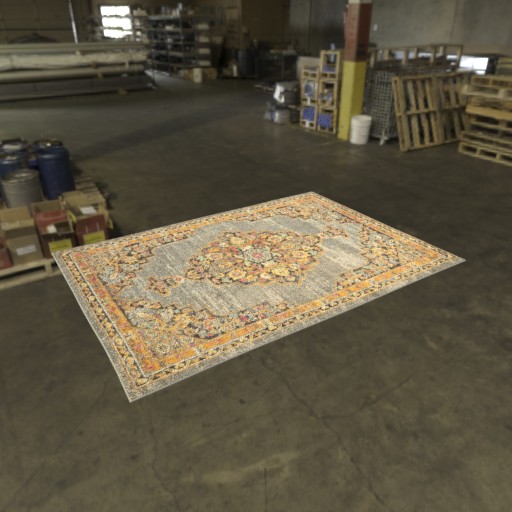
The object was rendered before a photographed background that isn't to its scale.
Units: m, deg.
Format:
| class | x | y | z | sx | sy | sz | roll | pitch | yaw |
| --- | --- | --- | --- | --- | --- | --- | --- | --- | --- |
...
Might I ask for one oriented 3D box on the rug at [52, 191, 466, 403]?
| class | x | y | z | sx | sy | sz | roll | pitch | yaw |
| --- | --- | --- | --- | --- | --- | --- | --- | --- | --- |
| rug | 0.000 | 0.000 | 3.993 | 3.063 | 0.024 | 2.158 | -17 | 32 | -29 |
